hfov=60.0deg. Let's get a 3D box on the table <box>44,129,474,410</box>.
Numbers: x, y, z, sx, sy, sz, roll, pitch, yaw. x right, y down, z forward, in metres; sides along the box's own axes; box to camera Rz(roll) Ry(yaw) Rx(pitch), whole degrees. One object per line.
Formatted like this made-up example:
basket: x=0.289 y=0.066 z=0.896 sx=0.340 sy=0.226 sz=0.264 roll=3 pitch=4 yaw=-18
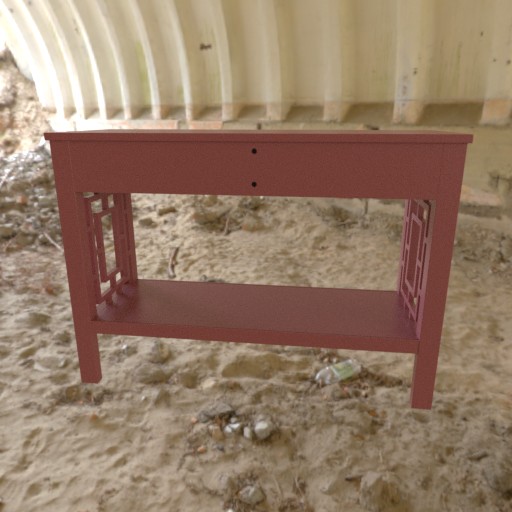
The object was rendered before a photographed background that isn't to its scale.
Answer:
table: x=0.000 y=0.000 z=1.389 sx=1.068 sy=0.753 sz=0.397 roll=2 pitch=17 yaw=7
